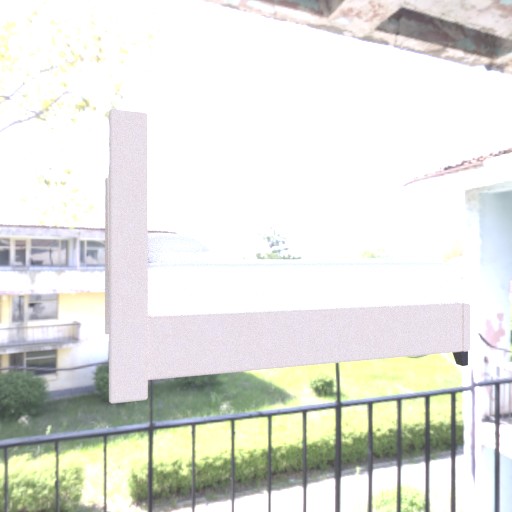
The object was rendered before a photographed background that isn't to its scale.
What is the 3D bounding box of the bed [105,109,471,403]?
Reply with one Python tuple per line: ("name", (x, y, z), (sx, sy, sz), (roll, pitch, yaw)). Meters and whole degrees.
("bed", (0.000, 0.000, 3.584), (2.293, 1.471, 2.145), (0, 0, -19))
